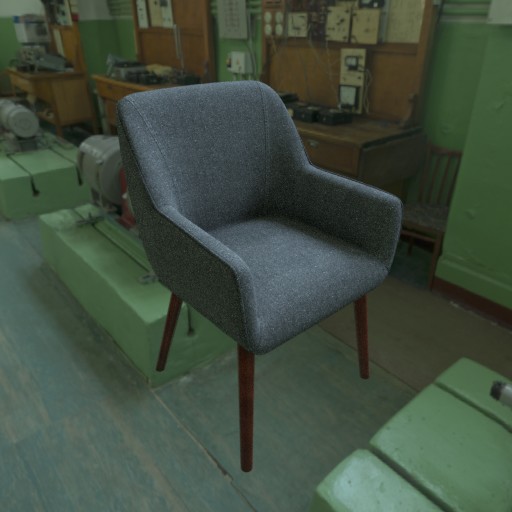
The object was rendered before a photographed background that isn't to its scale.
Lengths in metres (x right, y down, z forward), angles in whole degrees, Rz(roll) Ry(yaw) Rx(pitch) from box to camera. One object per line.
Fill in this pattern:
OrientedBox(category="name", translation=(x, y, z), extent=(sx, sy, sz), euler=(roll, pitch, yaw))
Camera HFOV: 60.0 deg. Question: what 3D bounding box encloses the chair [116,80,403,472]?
OrientedBox(category="chair", translation=(0.000, 0.000, 1.168), extent=(0.543, 0.803, 0.519), euler=(-23, 36, -35))
